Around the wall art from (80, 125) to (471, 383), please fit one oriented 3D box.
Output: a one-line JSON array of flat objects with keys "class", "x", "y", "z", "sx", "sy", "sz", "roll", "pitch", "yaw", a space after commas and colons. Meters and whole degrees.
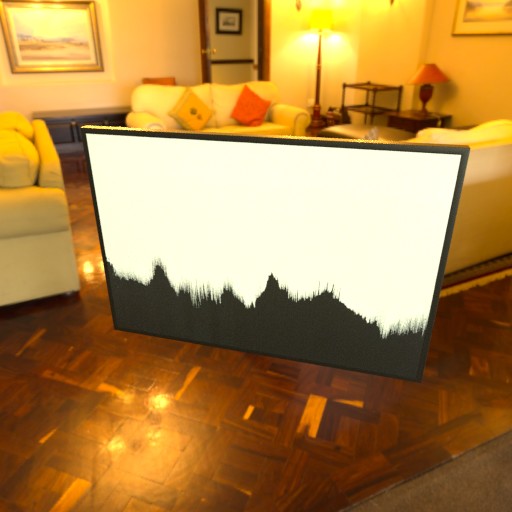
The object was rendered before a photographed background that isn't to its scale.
[{"class": "wall art", "x": 0.000, "y": 0.000, "z": 0.835, "sx": 0.659, "sy": 0.446, "sz": 0.022, "roll": 7, "pitch": 27, "yaw": 14}]
